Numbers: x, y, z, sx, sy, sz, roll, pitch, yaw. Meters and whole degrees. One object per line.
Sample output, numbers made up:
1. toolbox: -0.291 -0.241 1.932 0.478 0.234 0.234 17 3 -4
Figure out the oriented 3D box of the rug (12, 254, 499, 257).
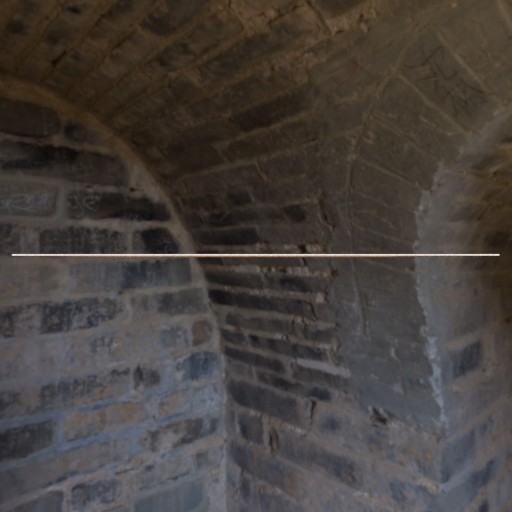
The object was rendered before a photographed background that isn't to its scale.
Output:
1. rug: 0.000 0.000 2.825 2.227 0.008 1.611 0 0 1
